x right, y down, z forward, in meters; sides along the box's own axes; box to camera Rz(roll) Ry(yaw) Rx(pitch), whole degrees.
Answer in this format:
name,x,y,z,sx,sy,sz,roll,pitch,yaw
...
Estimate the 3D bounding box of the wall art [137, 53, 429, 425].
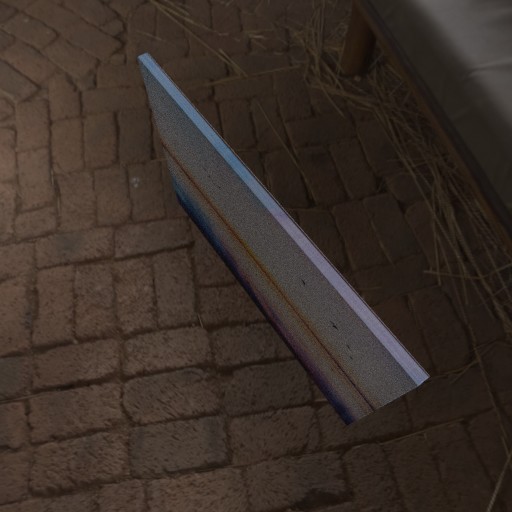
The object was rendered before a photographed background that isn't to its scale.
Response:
name,x,y,z,sx,sy,sz,roll,pitch,yaw
wall art,0.000,0.000,1.415,0.034,0.756,1.137,-32,68,-15
